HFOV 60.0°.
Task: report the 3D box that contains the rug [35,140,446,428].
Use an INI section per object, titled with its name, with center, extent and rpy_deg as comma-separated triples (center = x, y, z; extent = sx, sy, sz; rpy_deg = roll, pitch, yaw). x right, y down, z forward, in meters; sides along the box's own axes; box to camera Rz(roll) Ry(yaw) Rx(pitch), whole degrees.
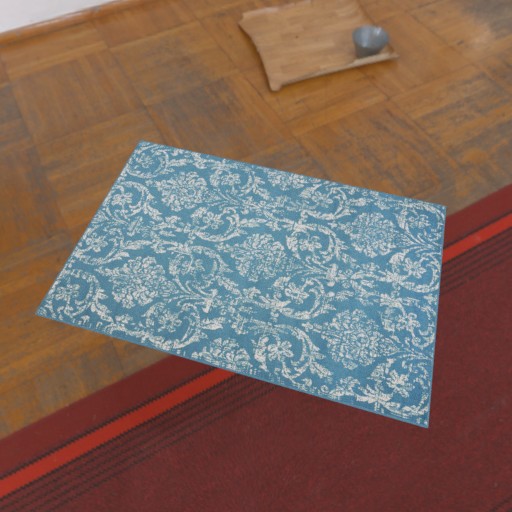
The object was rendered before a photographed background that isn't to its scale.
[rug]
center = 0.000, 0.000, 3.405
extent = 2.746, 0.018, 1.816
rpy_deg = 14, 59, 9
